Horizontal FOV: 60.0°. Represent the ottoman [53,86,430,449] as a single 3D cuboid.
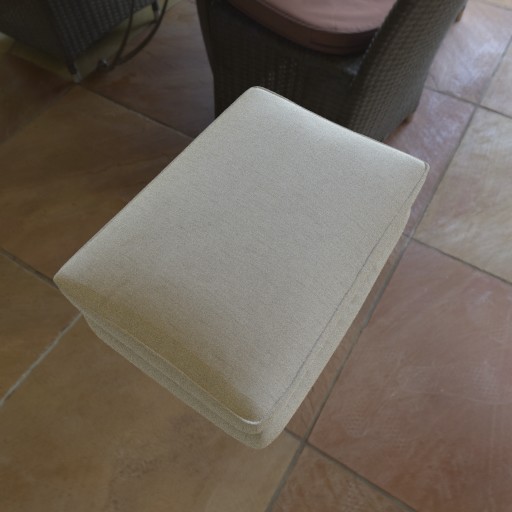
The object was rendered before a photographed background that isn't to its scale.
[{"bbox_3d":[0.000,0.000,0.987,0.501,0.406,0.665,31,64,17],"label":"ottoman"}]
